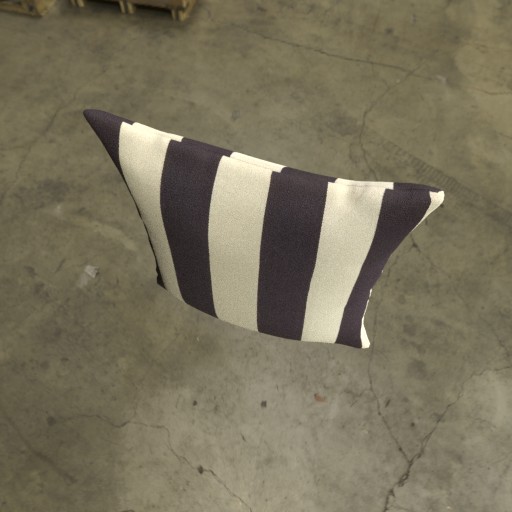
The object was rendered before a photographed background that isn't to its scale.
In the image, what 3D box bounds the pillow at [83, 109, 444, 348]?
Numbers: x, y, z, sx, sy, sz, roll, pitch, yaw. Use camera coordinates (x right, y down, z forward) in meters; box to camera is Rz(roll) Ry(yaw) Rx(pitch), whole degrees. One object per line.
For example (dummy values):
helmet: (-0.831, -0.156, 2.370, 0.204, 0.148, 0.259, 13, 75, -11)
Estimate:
pillow: (0.000, 0.000, 0.823, 0.536, 0.526, 0.189, 15, 59, 9)
